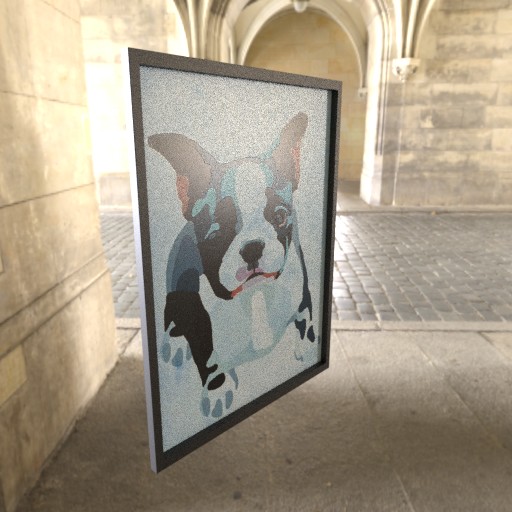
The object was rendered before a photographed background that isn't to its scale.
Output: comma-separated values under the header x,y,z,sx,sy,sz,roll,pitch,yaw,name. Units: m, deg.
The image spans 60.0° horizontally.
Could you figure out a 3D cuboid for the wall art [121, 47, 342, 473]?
x,y,z,sx,sy,sz,roll,pitch,yaw,name
0.000,0.000,1.307,0.030,1.027,0.774,14,20,42,wall art
